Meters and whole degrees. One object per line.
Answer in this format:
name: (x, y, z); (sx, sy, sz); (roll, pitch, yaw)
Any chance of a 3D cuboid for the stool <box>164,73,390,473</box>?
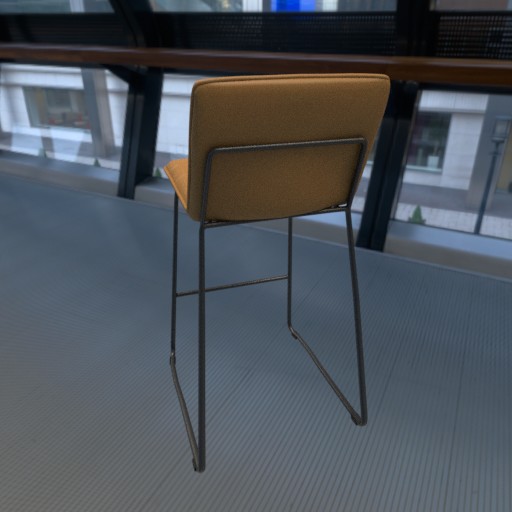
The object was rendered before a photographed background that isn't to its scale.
stool: (0.000, 0.000, 1.195); (0.489, 0.936, 0.524); (-8, 27, -17)
